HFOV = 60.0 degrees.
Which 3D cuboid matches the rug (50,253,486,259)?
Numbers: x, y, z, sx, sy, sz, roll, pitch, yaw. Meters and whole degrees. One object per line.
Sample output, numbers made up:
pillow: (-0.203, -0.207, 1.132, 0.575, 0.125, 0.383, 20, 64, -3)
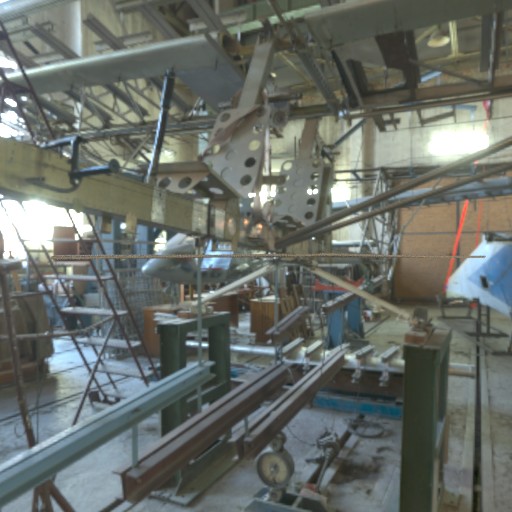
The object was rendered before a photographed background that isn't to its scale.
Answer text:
rug: (0.000, 0.000, 2.236, 1.792, 0.021, 1.154, 0, 0, -19)
